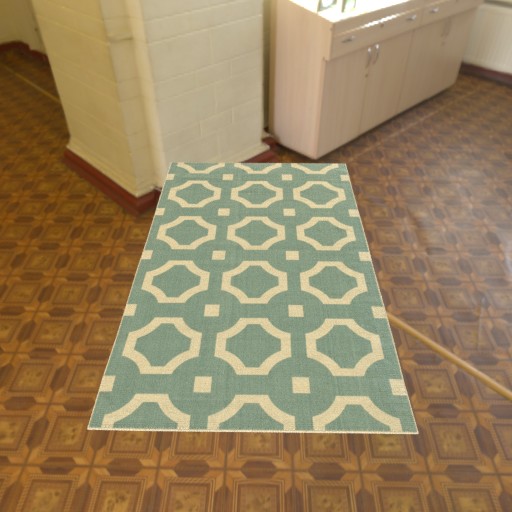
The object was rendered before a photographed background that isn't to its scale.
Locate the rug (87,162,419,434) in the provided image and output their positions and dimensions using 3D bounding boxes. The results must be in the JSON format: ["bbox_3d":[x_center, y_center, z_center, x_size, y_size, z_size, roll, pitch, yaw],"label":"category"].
[{"bbox_3d":[0.000,0.000,2.951,1.528,0.015,2.443,1,41,1],"label":"rug"}]
